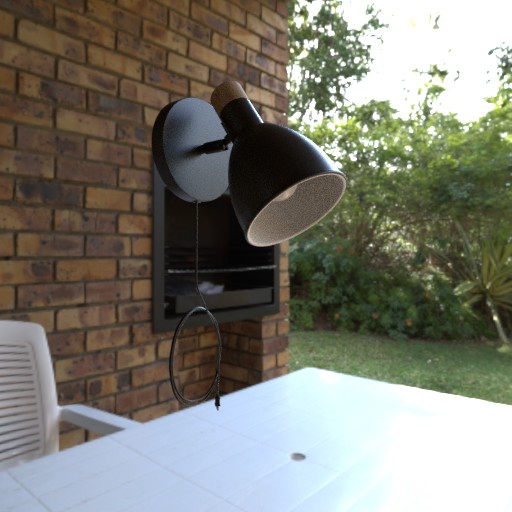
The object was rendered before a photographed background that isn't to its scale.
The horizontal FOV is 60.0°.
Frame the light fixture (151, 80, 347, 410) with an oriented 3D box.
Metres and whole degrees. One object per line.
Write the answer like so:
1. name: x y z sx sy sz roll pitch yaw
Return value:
1. light fixture: 0.000 0.000 0.494 0.203 0.401 0.127 0 0 36
